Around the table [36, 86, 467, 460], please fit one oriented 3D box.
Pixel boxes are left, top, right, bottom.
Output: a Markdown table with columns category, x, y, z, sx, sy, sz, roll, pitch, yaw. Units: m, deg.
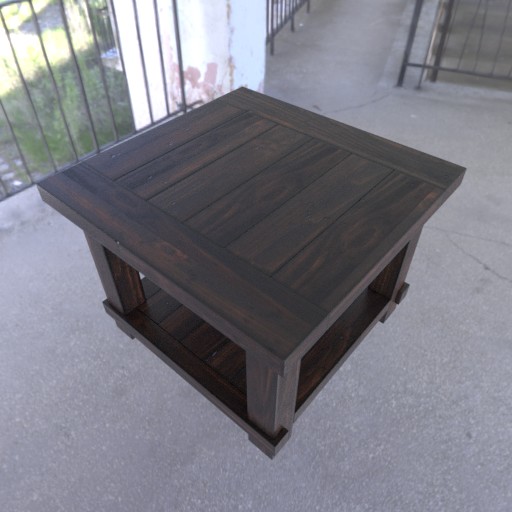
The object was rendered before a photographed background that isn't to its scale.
| category | x | y | z | sx | sy | sz | roll | pitch | yaw |
| --- | --- | --- | --- | --- | --- | --- | --- | --- | --- |
| table | 0.000 | 0.000 | 1.018 | 0.606 | 0.437 | 0.593 | 31 | 52 | 28 |
